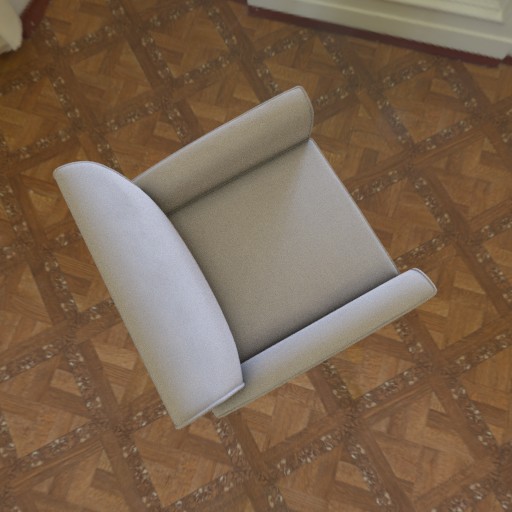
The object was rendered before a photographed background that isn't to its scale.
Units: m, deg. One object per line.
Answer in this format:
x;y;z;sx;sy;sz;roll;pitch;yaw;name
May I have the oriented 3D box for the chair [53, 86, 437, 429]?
0.000;0.000;1.539;0.821;0.915;0.820;-28;78;-7;chair
